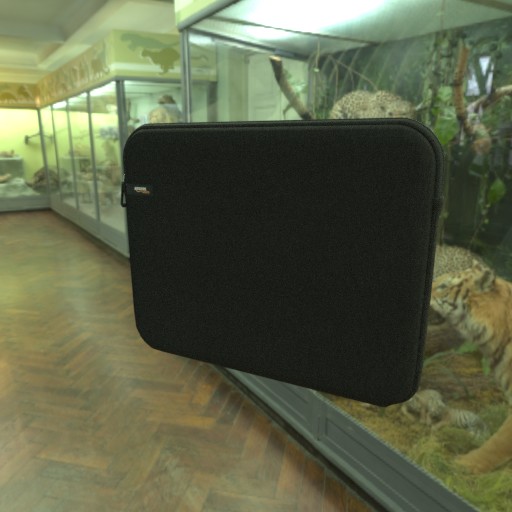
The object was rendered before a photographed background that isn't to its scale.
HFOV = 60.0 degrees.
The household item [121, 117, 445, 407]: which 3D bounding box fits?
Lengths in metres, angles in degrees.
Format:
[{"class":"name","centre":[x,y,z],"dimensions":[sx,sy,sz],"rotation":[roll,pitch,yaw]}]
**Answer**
[{"class":"household item","centre":[0.000,0.000,0.522],"dimensions":[0.396,0.305,0.030],"rotation":[7,16,26]}]
